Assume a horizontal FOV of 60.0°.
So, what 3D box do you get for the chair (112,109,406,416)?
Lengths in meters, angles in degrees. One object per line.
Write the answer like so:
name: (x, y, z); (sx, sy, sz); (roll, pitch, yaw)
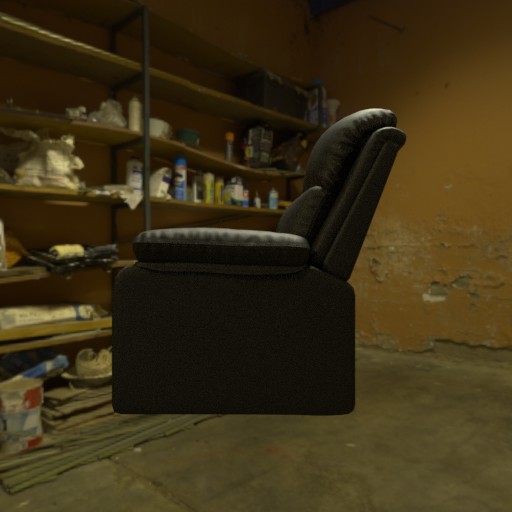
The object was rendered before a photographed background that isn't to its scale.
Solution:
chair: (0.000, 0.000, 1.664); (0.919, 0.992, 0.855); (0, 0, 0)
